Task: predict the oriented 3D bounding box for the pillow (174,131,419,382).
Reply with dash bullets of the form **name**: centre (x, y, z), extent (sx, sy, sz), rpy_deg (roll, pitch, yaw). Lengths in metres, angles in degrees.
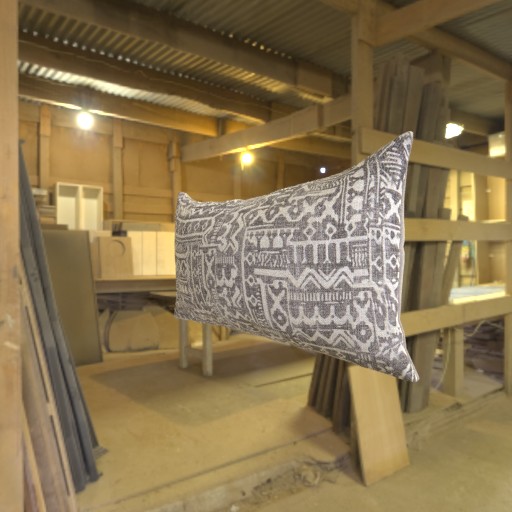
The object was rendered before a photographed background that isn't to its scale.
- **pillow**: centre (0.000, 0.000, 0.761), extent (0.148, 0.290, 0.631), rpy_deg (0, 0, -36)
